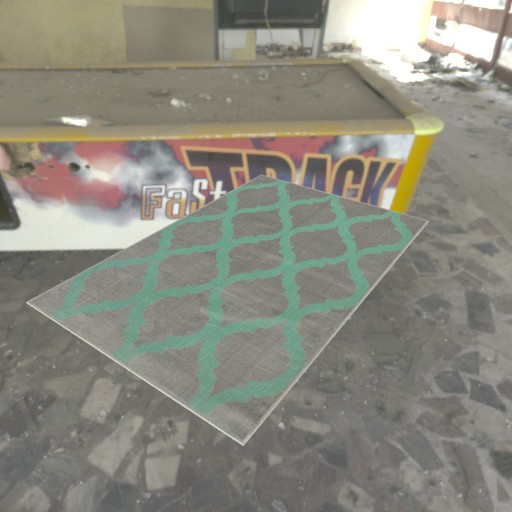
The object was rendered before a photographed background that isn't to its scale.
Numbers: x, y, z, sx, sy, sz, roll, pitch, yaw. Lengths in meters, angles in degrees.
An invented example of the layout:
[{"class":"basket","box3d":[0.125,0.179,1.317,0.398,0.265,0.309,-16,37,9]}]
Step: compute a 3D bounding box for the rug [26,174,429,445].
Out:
[{"class":"rug","box3d":[0.000,0.000,2.888,1.524,0.006,2.286,21,38,29]}]
